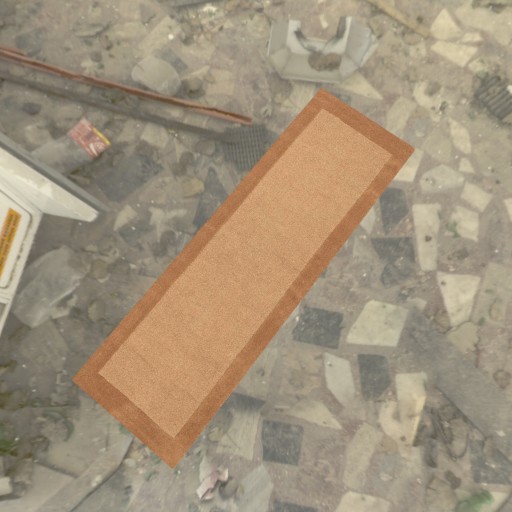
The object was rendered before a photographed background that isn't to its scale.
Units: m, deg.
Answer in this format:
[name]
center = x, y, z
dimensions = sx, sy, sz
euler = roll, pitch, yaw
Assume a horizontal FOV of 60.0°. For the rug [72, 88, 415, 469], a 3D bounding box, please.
[rug]
center = 0.000, 0.000, 2.716
dimensions = 0.764, 0.017, 2.439
euler = 37, 78, 9
